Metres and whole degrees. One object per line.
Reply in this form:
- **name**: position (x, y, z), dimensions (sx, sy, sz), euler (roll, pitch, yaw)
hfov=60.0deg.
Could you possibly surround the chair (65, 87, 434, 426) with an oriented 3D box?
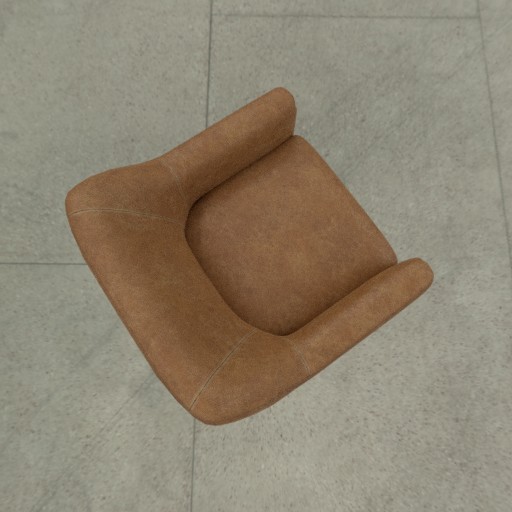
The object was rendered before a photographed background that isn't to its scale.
- **chair**: position (0.000, 0.000, 1.864), dimensions (1.034, 0.980, 1.037), euler (-34, 79, -8)
